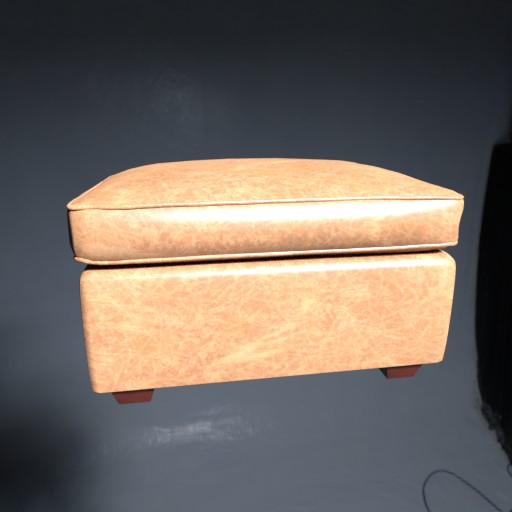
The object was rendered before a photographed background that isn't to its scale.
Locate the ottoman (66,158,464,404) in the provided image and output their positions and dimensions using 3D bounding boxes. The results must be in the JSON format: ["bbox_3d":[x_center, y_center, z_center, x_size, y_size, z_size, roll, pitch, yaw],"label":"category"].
[{"bbox_3d":[0.000,0.000,1.098,0.756,0.468,0.554,-3,16,-9],"label":"ottoman"}]
